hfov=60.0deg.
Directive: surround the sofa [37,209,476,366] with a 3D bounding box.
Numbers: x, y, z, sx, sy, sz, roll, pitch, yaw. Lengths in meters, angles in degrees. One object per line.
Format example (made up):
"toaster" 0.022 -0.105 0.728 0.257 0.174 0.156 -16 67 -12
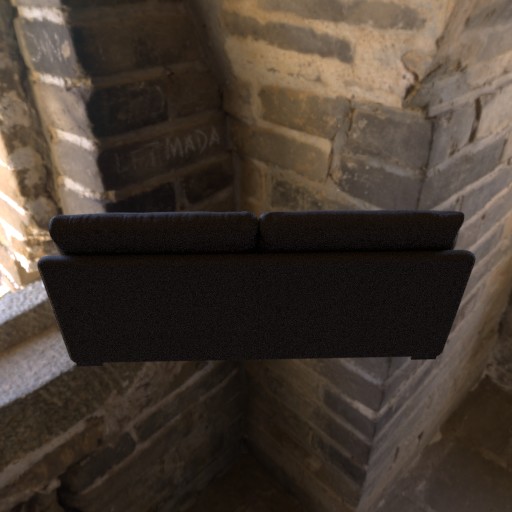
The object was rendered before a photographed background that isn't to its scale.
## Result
"sofa" 0.000 0.000 2.829 2.271 0.950 1.140 -1 30 -1
